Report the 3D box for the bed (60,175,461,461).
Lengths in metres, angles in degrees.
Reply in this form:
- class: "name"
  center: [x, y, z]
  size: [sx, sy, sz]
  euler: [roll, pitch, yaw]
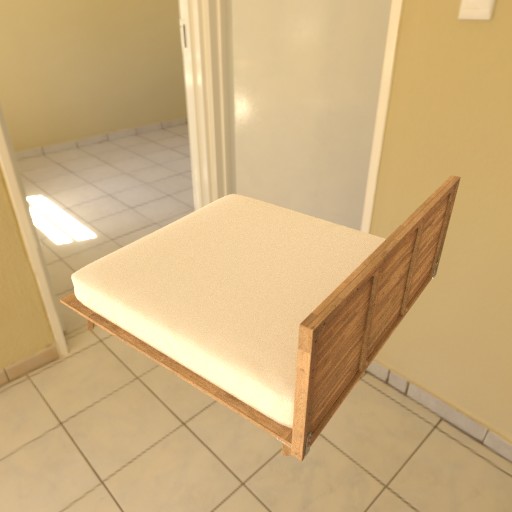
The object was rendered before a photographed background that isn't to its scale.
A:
- class: "bed"
  center: [0.000, 0.000, 3.345]
  size: [2.167, 1.100, 2.116]
  euler: [21, 37, 31]
